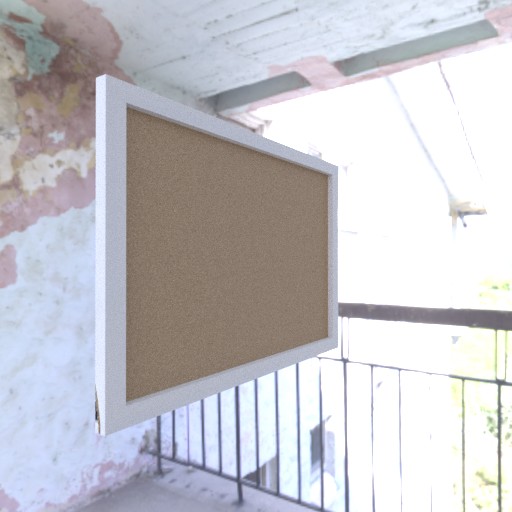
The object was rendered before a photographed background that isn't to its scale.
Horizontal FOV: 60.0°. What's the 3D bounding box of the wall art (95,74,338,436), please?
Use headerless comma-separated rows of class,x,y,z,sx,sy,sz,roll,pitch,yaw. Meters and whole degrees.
wall art,0.000,0.000,1.412,0.038,0.767,1.144,0,0,36
